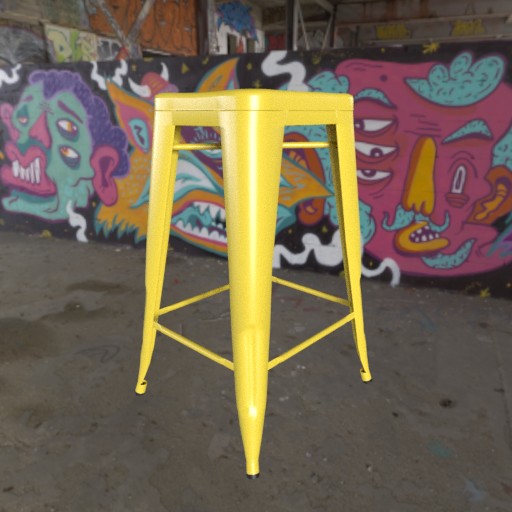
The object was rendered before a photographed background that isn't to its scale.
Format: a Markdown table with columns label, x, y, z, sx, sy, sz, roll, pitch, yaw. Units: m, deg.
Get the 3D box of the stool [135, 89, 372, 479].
| label | x | y | z | sx | sy | sz | roll | pitch | yaw |
| --- | --- | --- | --- | --- | --- | --- | --- | --- | --- |
| stool | 0.000 | 0.000 | 0.884 | 0.359 | 0.609 | 0.399 | 16 | 24 | 40 |
